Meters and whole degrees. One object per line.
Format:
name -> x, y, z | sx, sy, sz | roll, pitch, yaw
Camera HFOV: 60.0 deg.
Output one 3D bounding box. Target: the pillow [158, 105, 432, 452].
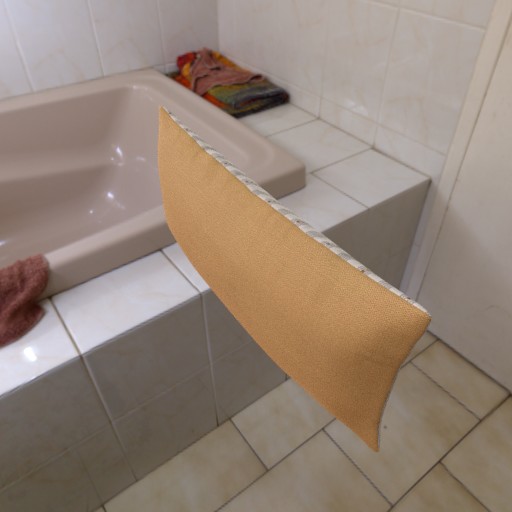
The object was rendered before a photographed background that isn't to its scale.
pillow -> 0.000, 0.000, 0.709 | 0.151, 0.291, 0.608 | -24, 47, -25
